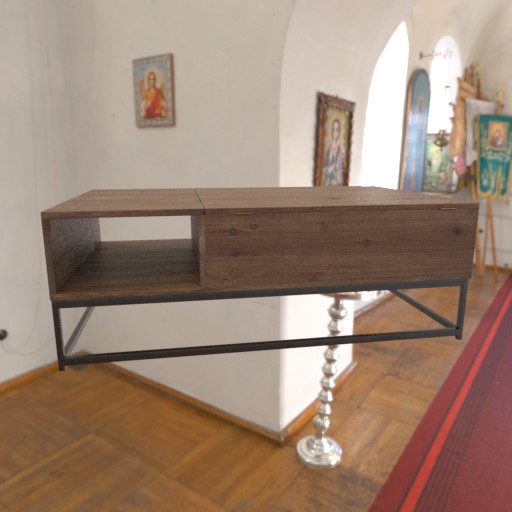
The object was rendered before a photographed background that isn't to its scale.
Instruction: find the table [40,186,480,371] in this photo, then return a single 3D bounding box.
[{"bbox_3d":[0.000,0.000,1.445,1.101,0.395,0.655,-2,13,-10],"label":"table"}]
